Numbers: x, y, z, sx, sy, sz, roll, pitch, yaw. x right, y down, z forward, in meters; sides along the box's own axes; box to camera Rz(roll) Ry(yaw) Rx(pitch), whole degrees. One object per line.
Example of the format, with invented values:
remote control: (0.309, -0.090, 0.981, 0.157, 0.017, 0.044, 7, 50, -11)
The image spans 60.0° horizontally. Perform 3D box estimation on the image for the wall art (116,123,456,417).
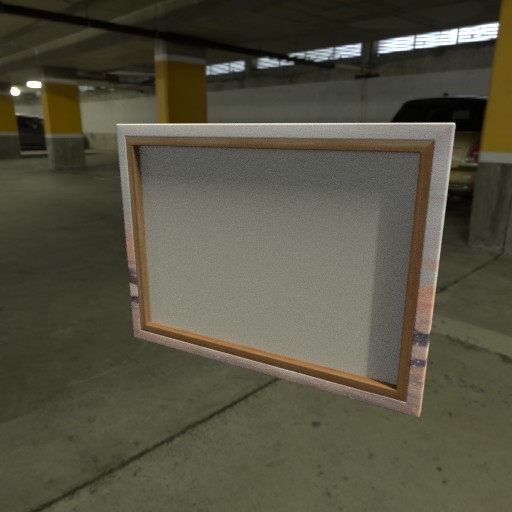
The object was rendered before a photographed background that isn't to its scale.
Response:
wall art: (0.000, 0.000, 1.332, 1.015, 0.763, 0.038, 9, 18, 27)
